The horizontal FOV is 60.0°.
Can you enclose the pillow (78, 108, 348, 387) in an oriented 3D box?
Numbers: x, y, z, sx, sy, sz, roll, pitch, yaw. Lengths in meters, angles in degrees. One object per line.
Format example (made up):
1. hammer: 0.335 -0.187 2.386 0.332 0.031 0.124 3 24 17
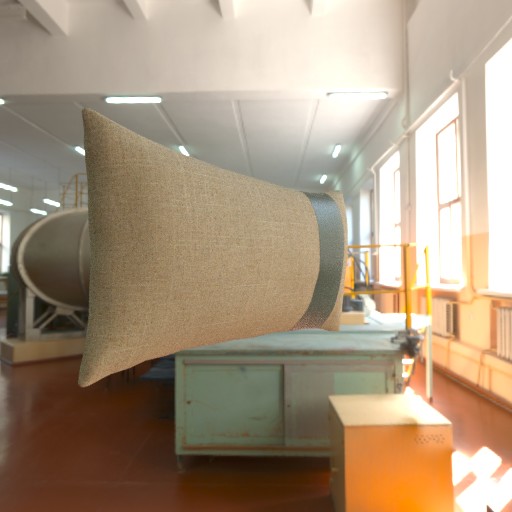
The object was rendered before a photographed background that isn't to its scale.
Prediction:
1. pillow: 0.000 0.000 1.002 0.197 0.429 0.859 -1 -2 37
